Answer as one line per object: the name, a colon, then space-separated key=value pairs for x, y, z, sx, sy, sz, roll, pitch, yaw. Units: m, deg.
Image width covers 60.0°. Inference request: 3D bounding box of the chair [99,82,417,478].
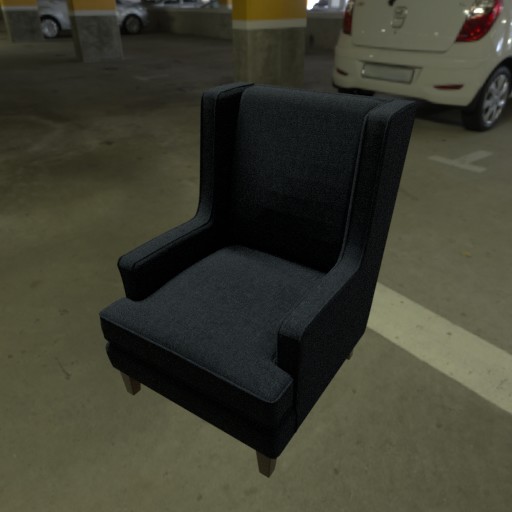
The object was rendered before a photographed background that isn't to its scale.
chair: x=0.000 y=0.000 z=1.672 sx=0.764 sy=1.072 sz=0.947 roll=18 pitch=35 yaw=28
